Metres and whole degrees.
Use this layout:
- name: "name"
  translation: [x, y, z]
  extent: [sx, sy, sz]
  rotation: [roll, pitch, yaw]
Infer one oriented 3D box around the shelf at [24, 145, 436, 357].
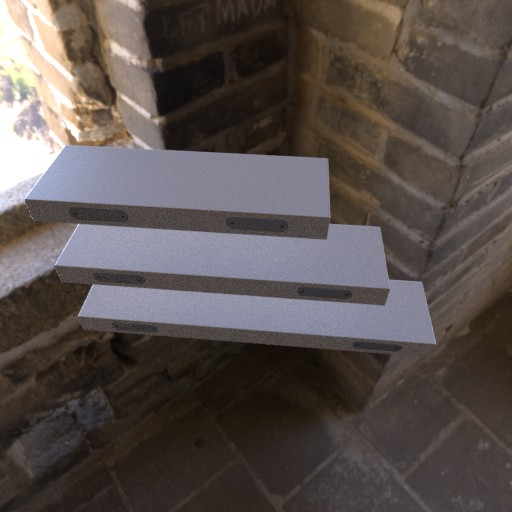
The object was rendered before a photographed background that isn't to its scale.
- name: "shelf"
  translation: [0.000, 0.000, 0.722]
  extent: [0.610, 0.293, 0.140]
  rotation: [4, 45, 4]
